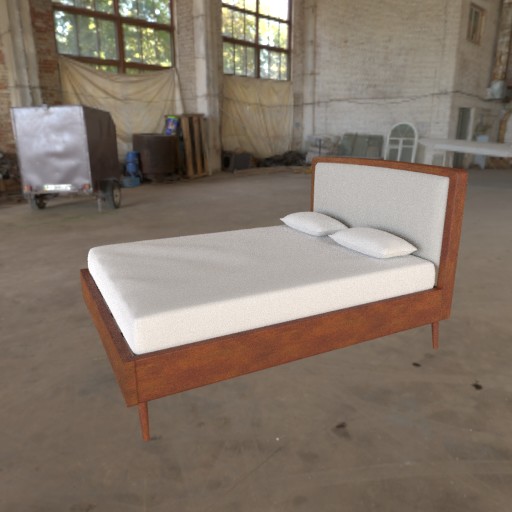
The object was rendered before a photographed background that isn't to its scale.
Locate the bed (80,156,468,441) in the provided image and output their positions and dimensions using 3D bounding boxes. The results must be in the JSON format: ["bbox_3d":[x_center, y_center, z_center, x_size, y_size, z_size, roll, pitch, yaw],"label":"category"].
[{"bbox_3d":[0.000,0.000,3.140,2.196,1.275,1.587,-8,18,-26],"label":"bed"}]
